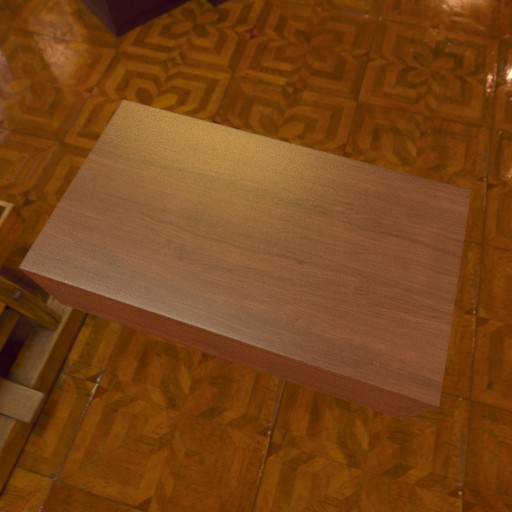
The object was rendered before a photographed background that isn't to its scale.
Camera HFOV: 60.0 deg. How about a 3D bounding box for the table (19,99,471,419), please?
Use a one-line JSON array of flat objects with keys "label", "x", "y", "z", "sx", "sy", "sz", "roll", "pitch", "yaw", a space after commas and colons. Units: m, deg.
[{"label": "table", "x": 0.000, "y": 0.000, "z": 1.304, "sx": 1.020, "sy": 0.380, "sz": 0.600, "roll": 17, "pitch": 65, "yaw": 8}]
